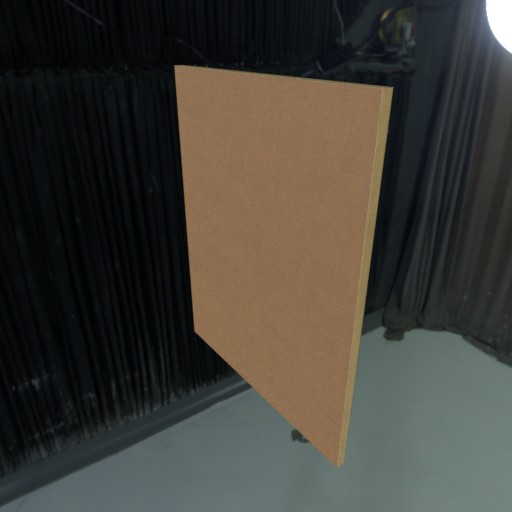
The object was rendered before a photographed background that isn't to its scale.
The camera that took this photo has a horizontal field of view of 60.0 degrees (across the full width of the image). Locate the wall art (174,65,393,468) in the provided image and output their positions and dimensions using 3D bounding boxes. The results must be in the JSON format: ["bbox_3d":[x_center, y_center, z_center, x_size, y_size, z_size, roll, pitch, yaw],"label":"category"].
[{"bbox_3d":[0.000,0.000,1.313,0.030,1.002,0.798,-19,32,-32],"label":"wall art"}]
